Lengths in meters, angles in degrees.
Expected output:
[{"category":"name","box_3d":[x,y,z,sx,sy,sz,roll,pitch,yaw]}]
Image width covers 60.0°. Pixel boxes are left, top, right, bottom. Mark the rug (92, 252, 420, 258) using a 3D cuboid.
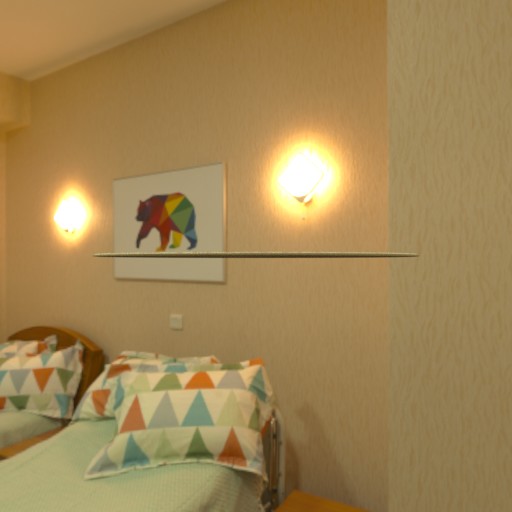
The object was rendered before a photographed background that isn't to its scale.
[{"category":"rug","box_3d":[0.000,0.000,2.299,1.593,0.012,1.593,0,-1,0]}]
